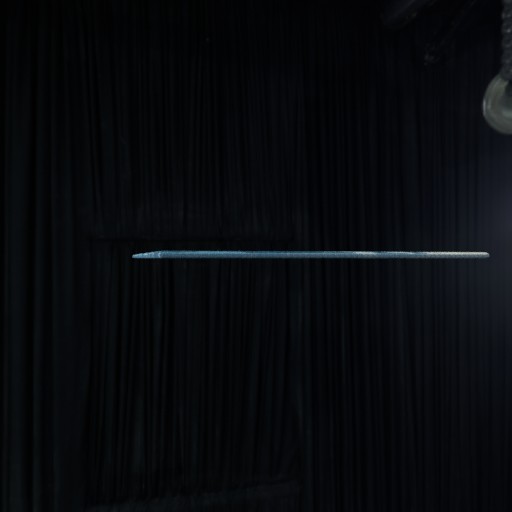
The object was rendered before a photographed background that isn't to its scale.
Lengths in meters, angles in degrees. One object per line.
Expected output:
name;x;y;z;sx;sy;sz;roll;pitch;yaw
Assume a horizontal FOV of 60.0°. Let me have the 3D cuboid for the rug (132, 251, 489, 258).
rug;0.000;0.000;2.983;1.540;0.027;2.450;0;0;-18
